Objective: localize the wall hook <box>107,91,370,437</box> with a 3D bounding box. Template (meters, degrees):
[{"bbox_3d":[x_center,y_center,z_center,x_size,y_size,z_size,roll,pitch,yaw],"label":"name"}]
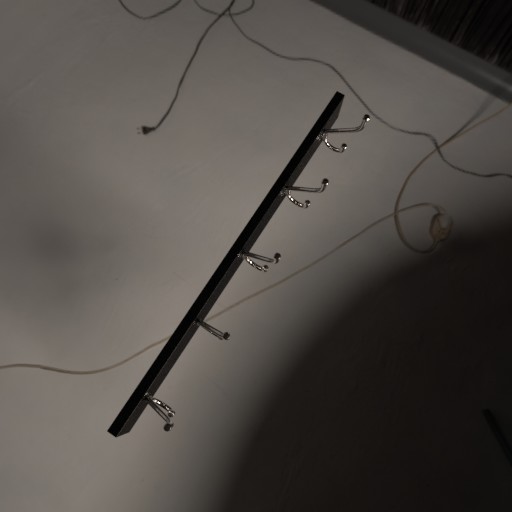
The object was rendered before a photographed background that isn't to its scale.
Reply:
[{"bbox_3d":[0.000,0.000,0.604,0.071,0.117,0.571,31,76,8],"label":"wall hook"}]
